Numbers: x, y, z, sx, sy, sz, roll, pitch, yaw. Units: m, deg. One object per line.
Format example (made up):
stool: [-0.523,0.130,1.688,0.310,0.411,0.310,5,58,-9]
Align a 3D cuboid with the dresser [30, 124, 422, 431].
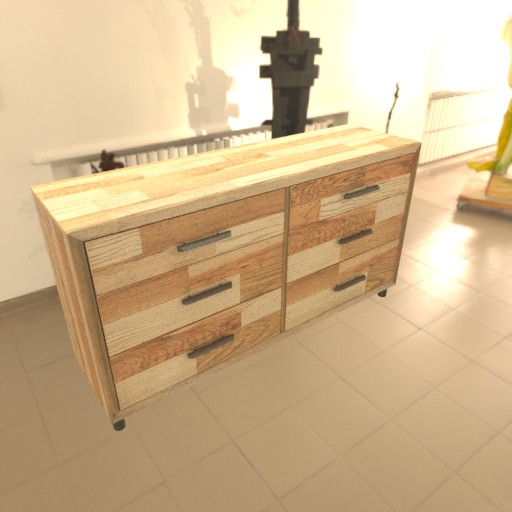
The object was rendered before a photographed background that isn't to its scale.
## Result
dresser: [0.000,0.000,1.934,1.547,0.834,0.487,-20,35,-31]
